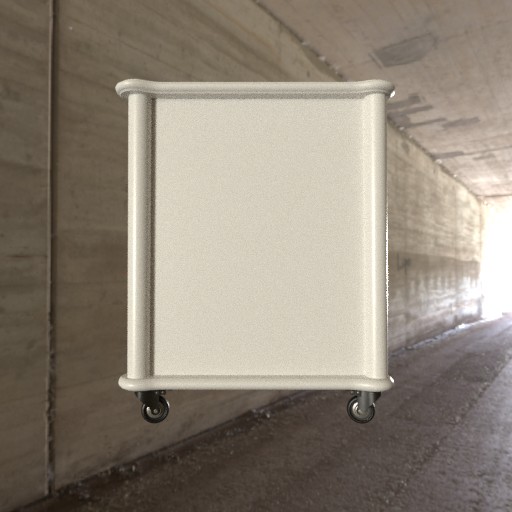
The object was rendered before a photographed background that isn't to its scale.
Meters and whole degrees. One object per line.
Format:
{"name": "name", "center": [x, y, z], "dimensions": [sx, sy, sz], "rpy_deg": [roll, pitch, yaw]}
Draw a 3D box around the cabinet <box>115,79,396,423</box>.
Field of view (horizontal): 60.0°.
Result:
{"name": "cabinet", "center": [0.000, 0.000, 1.257], "dimensions": [0.627, 0.761, 0.628], "rpy_deg": [0, -1, 0]}
